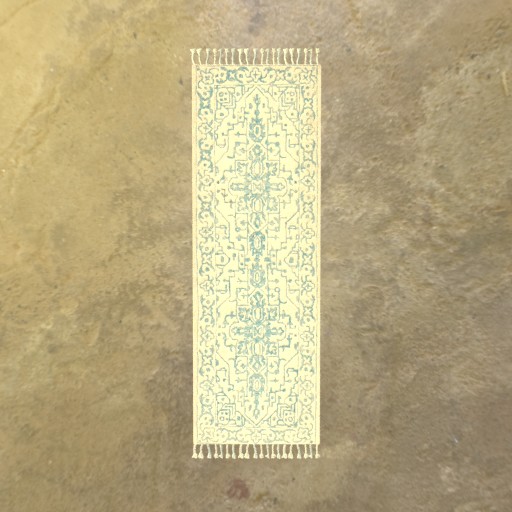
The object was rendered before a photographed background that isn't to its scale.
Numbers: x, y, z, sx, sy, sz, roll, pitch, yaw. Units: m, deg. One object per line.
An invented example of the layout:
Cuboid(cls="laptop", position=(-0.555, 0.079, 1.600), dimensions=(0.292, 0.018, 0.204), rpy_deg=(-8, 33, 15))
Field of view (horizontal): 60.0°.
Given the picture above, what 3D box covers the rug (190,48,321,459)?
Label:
Cuboid(cls="rug", position=(0.000, 0.000, 2.641), dimensions=(0.774, 0.011, 2.449), rpy_deg=(0, 92, 0))
